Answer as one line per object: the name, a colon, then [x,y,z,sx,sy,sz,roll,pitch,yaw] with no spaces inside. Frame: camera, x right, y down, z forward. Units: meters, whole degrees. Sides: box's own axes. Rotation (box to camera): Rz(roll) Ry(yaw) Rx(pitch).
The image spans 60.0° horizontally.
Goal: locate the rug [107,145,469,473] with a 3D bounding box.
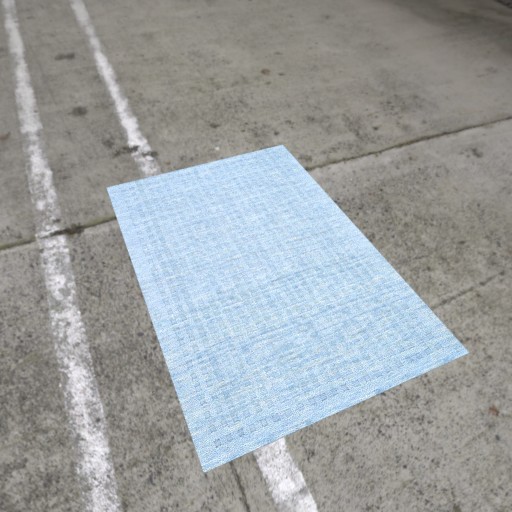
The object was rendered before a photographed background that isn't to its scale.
rug: [0.000,0.000,2.922,1.522,0.006,2.286,-18,48,-16]
